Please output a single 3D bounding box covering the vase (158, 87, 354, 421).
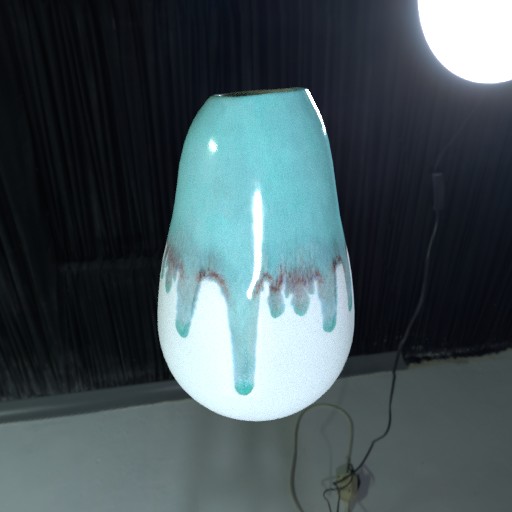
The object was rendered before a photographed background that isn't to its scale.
[{"bbox_3d":[0.000,0.000,0.248,0.116,0.179,0.116,0,29,0],"label":"vase"}]
